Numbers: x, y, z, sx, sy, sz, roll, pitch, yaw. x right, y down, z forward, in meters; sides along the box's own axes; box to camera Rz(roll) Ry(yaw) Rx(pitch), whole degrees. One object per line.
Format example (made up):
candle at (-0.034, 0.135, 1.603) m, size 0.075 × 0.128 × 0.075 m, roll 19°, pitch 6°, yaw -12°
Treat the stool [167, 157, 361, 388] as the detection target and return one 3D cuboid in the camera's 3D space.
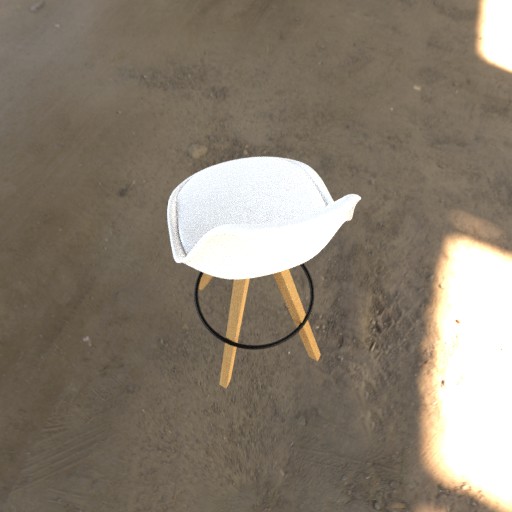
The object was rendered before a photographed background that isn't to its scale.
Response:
stool at (0.000, 0.000, 1.391) m, size 0.482 × 1.115 × 0.549 m, roll -14°, pitch 61°, yaw -8°
